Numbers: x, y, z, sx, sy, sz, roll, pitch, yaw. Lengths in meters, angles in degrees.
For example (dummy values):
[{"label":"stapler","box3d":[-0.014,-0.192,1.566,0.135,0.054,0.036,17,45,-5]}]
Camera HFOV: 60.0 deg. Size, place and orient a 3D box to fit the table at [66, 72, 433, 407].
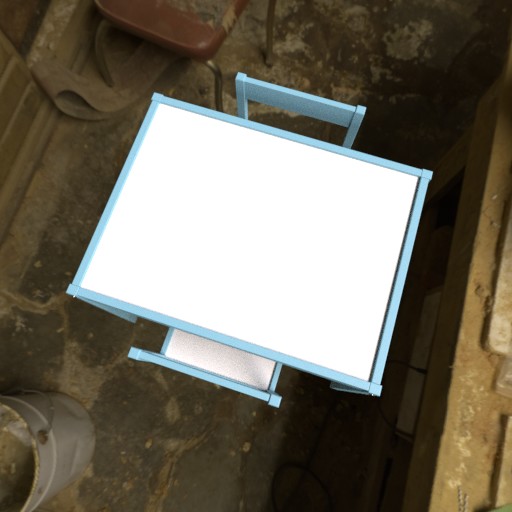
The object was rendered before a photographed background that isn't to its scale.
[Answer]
[{"label":"table","box3d":[0.000,0.000,1.106,0.639,0.503,0.633,17,75,5]}]
